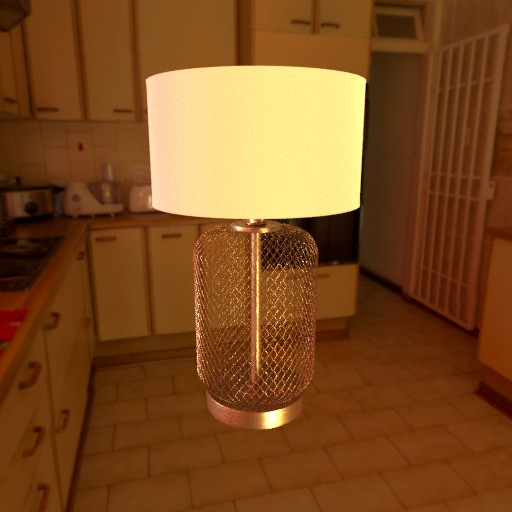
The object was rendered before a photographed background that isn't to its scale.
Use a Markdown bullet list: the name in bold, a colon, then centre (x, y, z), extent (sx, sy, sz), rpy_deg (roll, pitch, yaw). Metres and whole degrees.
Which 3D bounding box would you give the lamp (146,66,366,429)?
- **lamp**: centre (0.000, 0.000, 0.796), extent (0.353, 0.578, 0.353), rpy_deg (0, 14, 0)
